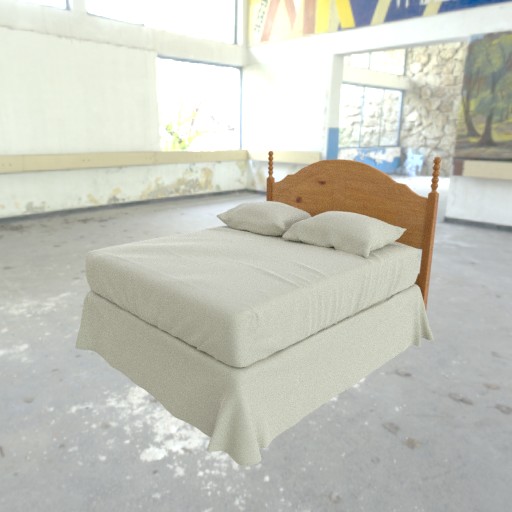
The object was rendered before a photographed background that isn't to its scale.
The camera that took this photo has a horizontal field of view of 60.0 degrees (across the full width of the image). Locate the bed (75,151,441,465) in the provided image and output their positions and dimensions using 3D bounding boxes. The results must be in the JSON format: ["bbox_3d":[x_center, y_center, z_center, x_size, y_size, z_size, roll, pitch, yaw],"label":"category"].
[{"bbox_3d":[0.000,0.000,3.131,2.040,1.356,1.873,-15,21,-42],"label":"bed"}]
